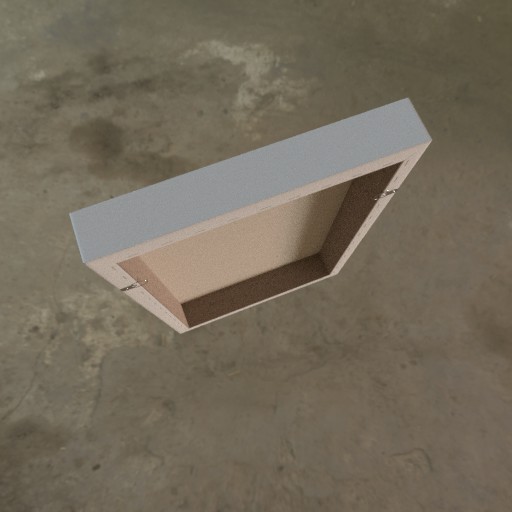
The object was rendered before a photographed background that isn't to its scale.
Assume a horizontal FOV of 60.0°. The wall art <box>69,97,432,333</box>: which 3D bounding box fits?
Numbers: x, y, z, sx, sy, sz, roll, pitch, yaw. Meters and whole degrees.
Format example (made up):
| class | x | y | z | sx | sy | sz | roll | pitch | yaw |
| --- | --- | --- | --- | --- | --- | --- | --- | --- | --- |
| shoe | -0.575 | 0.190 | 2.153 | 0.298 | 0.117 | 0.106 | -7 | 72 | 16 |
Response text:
| class | x | y | z | sx | sy | sz | roll | pitch | yaw |
| --- | --- | --- | --- | --- | --- | --- | --- | --- | --- |
| wall art | 0.000 | 0.000 | 0.486 | 0.252 | 0.381 | 0.039 | -20 | 74 | -6 |
